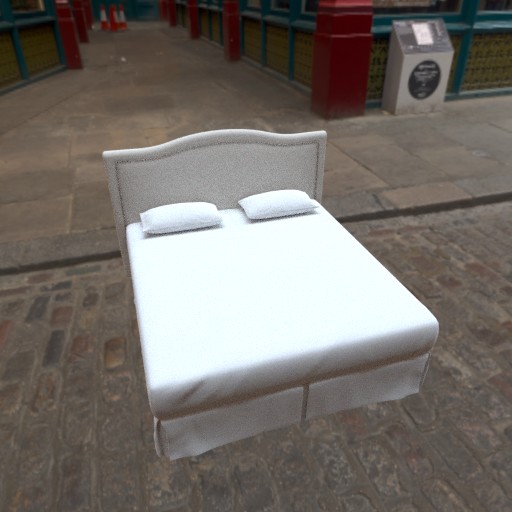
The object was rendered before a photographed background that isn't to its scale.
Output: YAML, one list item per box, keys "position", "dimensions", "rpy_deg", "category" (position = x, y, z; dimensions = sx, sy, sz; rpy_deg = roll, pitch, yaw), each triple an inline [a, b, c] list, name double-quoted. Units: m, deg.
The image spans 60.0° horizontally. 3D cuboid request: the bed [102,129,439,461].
- position: [0.000, 0.000, 3.501]
  dimensions: [2.083, 1.421, 2.182]
  rpy_deg: [-9, 33, -15]
  category: "bed"
